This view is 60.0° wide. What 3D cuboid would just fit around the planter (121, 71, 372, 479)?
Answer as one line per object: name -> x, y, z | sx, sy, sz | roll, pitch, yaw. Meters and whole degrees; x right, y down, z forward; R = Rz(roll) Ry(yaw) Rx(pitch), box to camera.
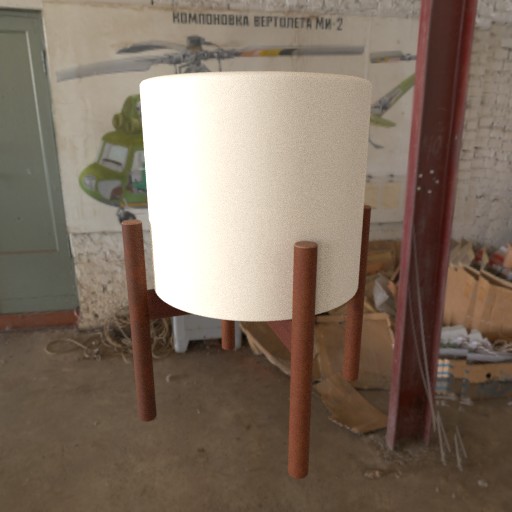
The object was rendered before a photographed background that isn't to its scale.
planter -> 0.000, 0.000, 0.491 | 0.224, 0.358, 0.224 | 8, 19, 26
